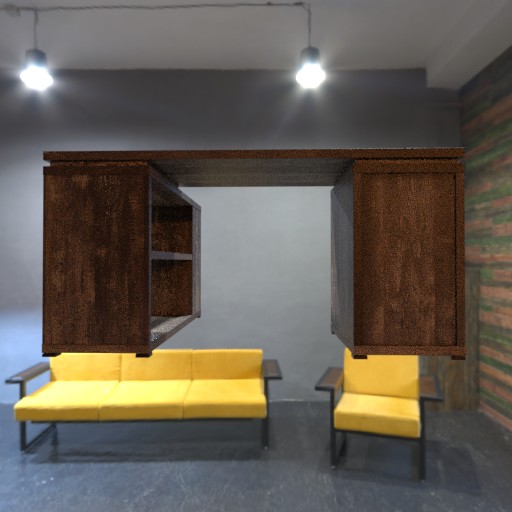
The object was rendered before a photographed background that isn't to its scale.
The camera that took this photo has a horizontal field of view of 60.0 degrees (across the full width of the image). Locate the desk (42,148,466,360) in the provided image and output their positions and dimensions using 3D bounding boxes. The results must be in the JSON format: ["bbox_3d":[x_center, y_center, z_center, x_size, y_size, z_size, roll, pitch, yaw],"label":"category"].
[{"bbox_3d":[0.000,0.000,2.196,1.524,0.753,1.200,0,-1,2],"label":"desk"}]
